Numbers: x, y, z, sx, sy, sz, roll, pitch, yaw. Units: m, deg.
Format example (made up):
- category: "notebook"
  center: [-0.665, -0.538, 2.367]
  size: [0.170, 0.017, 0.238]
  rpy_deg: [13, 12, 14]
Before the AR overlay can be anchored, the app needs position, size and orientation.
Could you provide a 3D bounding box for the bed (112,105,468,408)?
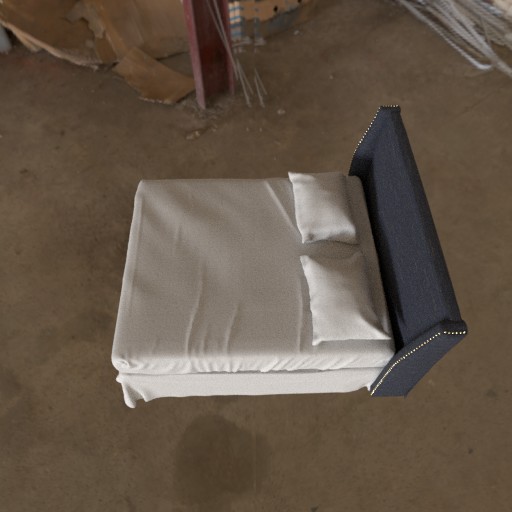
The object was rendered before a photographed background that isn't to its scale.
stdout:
- category: "bed"
  center: [0.000, 0.000, 3.427]
  size: [2.276, 1.332, 1.925]
  rpy_deg: [-1, 57, -1]
